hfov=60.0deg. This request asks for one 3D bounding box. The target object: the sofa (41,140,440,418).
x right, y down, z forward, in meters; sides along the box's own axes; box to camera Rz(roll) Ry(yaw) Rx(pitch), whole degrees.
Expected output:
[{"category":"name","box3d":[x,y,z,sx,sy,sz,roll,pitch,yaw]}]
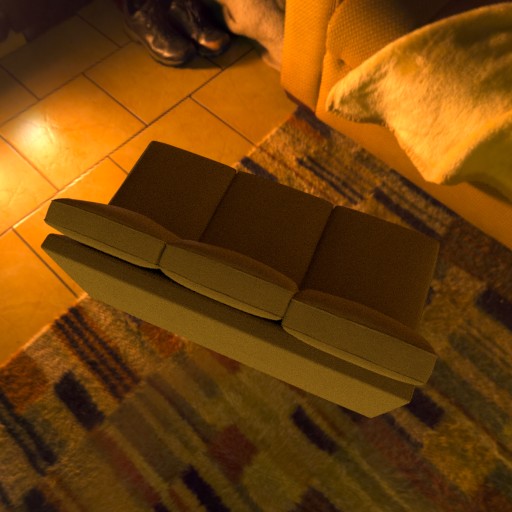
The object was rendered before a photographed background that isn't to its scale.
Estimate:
[{"category":"sofa","box3d":[0.000,0.000,2.737,2.092,1.036,1.127,21,66,10]}]
